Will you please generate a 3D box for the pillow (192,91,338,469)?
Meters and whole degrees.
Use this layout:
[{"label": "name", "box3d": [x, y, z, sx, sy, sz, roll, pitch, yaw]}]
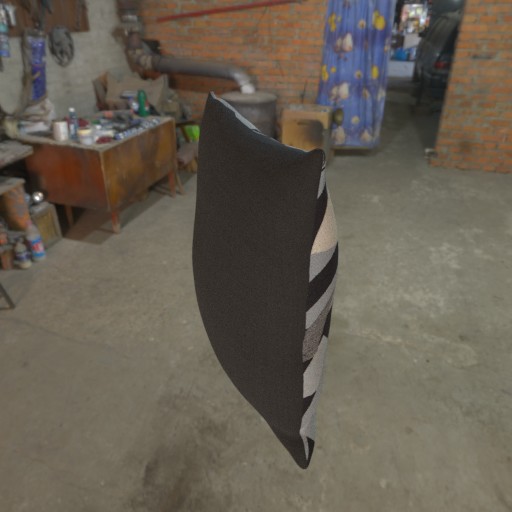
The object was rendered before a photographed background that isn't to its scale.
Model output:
[{"label": "pillow", "box3d": [0.000, 0.000, 0.775, 0.208, 0.496, 0.503, -9, 30, -16]}]
